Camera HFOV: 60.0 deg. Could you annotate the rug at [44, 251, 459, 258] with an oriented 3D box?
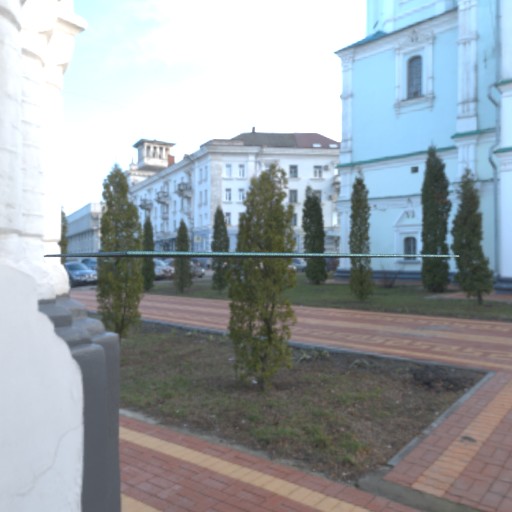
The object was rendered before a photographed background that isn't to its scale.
[{"bbox_3d":[0.000,0.000,3.535,2.769,0.018,1.830,0,-1,-36],"label":"rug"}]
